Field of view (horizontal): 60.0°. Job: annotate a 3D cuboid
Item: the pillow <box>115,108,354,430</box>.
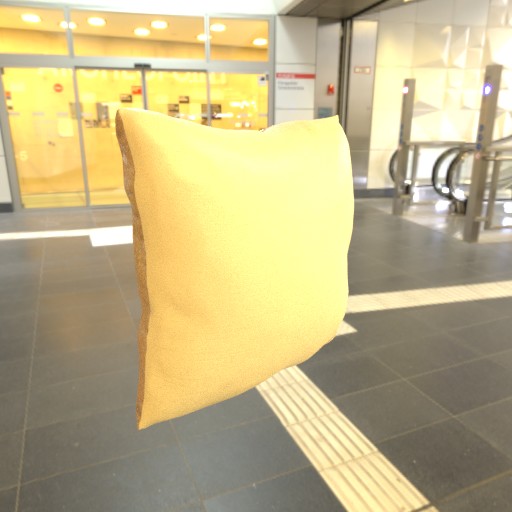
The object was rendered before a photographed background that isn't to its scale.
[{"bbox_3d":[0.000,0.000,0.720,0.450,0.448,0.245,-15,22,-41],"label":"pillow"}]
